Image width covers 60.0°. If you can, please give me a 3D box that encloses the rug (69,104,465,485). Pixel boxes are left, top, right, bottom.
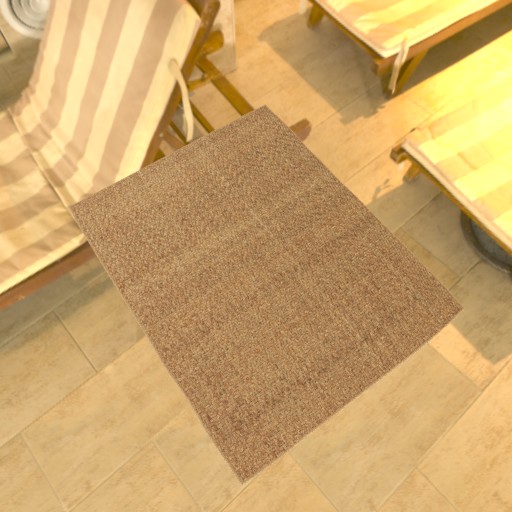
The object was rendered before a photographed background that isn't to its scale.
[{"bbox_3d":[0.000,0.000,4.149,2.439,0.013,3.048,-32,67,-15],"label":"rug"}]
